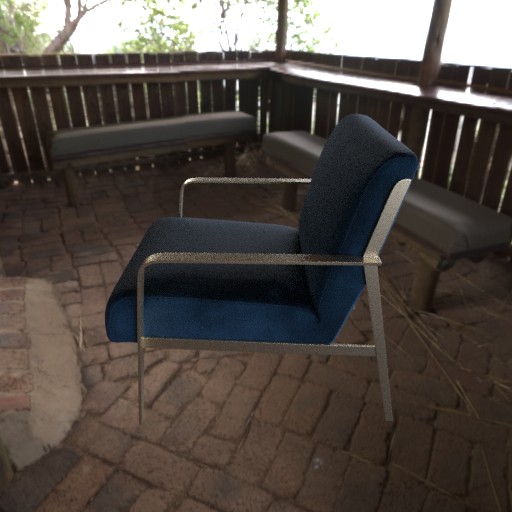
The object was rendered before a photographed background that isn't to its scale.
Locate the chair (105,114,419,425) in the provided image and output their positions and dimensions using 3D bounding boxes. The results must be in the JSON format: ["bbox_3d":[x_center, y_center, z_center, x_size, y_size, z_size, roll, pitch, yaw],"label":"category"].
[{"bbox_3d":[0.000,0.000,1.477,0.859,0.831,0.692,0,27,1],"label":"chair"}]
